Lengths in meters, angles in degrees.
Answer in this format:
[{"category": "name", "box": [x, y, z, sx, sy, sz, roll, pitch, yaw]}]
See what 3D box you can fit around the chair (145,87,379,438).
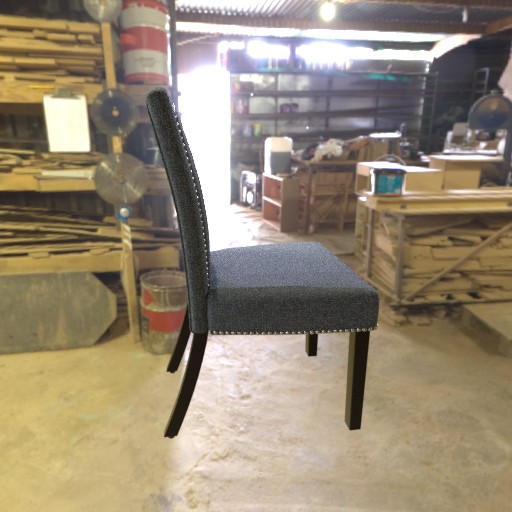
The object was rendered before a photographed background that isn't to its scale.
[{"category": "chair", "box": [0.000, 0.000, 1.334, 0.589, 0.946, 0.518, -3, 17, -9]}]
